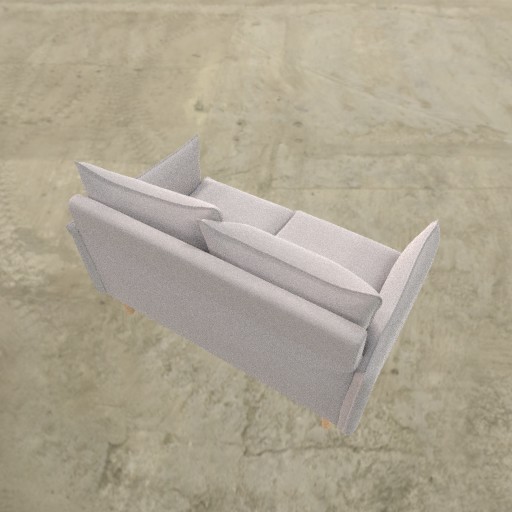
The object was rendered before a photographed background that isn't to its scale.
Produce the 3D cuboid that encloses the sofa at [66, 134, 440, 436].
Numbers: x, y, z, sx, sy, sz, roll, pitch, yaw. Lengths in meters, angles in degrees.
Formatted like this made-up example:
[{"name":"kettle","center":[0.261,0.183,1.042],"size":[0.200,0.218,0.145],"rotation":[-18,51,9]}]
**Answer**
[{"name":"sofa","center":[0.000,0.000,1.873],"size":[1.300,0.840,0.820],"rotation":[24,50,22]}]
